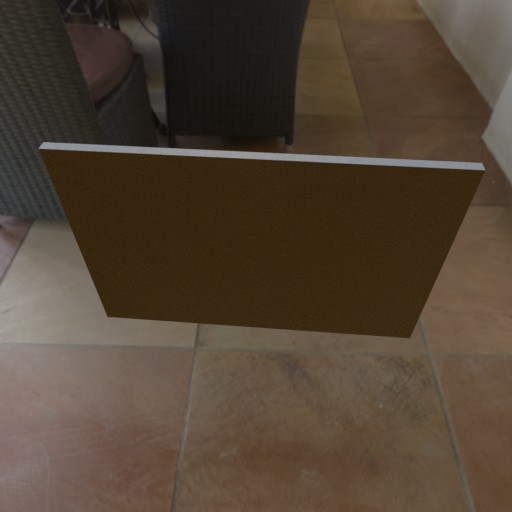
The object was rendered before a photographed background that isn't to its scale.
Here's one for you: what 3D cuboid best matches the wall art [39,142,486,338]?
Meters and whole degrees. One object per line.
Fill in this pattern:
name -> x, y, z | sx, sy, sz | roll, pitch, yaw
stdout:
wall art -> 0.000, 0.000, 1.151 | 0.932, 0.610, 0.027 | 3, 46, 3
